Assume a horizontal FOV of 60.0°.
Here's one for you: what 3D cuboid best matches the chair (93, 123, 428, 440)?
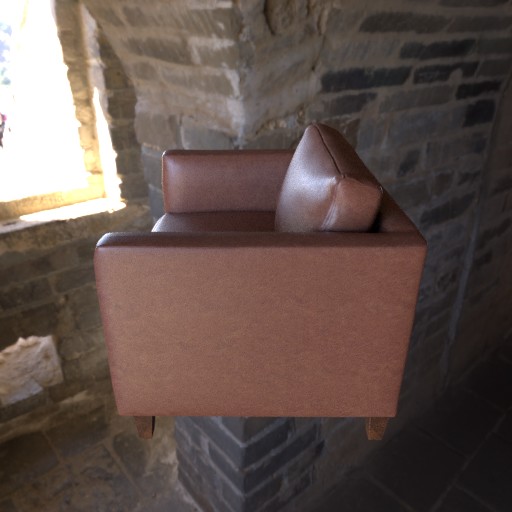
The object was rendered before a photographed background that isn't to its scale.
[{"bbox_3d":[0.000,0.000,1.787,0.959,0.917,1.107,0,26,0],"label":"chair"}]
